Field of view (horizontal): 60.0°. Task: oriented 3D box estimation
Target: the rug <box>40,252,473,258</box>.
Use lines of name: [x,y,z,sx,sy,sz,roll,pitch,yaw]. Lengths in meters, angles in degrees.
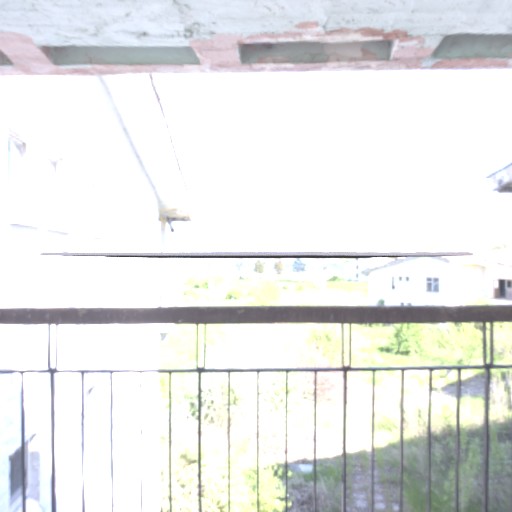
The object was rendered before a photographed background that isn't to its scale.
rug: [0.000,0.000,0.876,0.548,0.006,0.639,0,-1,0]
